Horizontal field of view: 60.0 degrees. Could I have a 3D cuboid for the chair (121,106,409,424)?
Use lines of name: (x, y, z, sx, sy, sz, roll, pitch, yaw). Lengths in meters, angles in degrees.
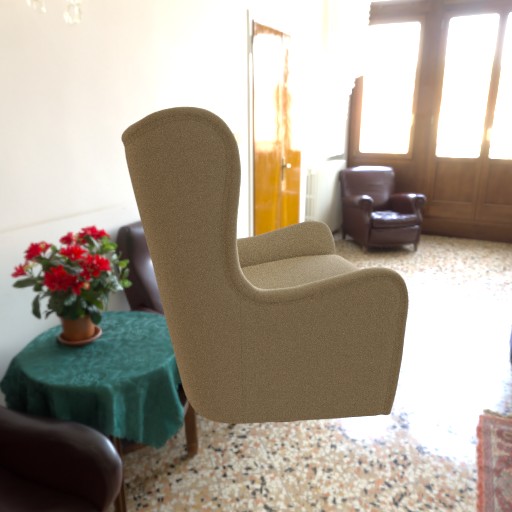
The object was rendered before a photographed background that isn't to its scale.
chair: (0.000, 0.000, 1.732, 0.929, 1.079, 0.831, -3, 17, -9)
